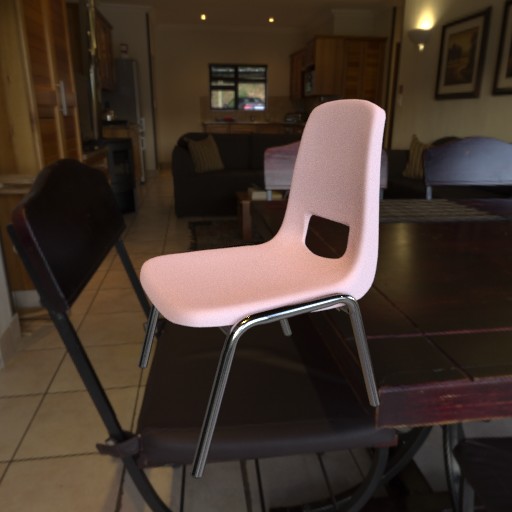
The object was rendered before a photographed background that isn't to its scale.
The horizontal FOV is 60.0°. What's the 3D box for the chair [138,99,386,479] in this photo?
[{"bbox_3d":[0.000,0.000,0.796,0.385,0.536,0.354,-9,19,-26],"label":"chair"}]
